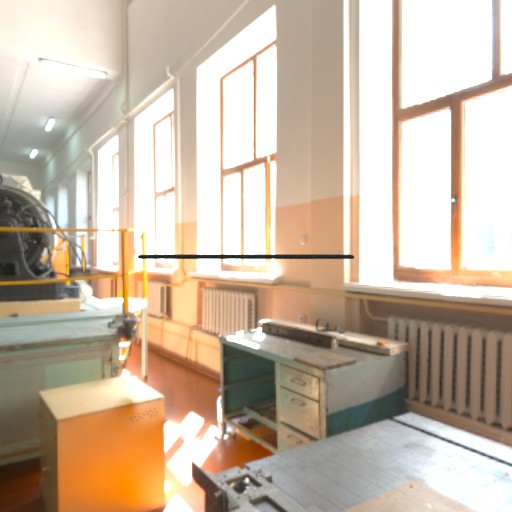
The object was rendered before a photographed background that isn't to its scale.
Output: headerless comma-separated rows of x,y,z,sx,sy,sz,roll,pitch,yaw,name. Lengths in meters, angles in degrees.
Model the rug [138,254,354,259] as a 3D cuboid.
0.000,0.000,2.515,0.678,0.014,2.276,0,0,2,rug
